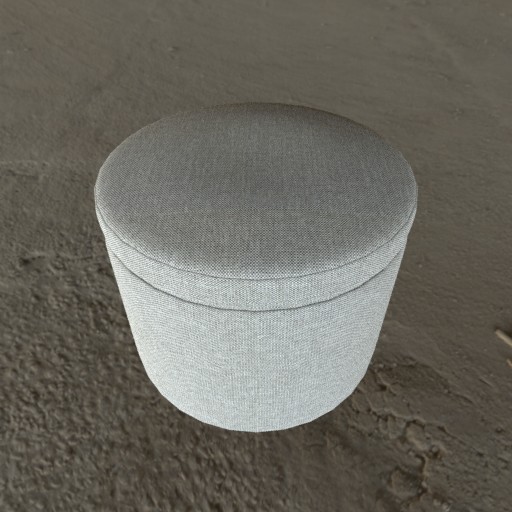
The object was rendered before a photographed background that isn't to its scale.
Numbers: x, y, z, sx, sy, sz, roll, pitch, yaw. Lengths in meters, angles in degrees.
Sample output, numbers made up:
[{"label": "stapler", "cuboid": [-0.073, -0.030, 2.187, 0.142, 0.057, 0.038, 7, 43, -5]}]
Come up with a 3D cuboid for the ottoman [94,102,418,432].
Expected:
[{"label": "ottoman", "cuboid": [0.000, 0.000, 0.827, 0.500, 0.419, 0.500, 0, 42, 0]}]
